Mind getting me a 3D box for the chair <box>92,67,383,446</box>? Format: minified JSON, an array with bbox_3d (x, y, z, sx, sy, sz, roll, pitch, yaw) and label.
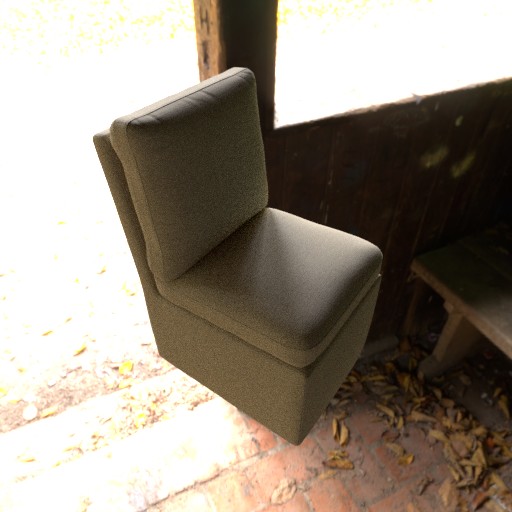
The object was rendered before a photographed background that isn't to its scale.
[{"bbox_3d":[0.000,0.000,1.361,0.698,0.927,0.503,25,47,26],"label":"chair"}]
